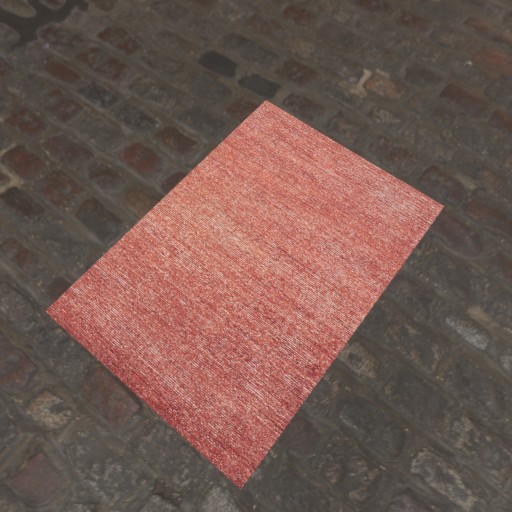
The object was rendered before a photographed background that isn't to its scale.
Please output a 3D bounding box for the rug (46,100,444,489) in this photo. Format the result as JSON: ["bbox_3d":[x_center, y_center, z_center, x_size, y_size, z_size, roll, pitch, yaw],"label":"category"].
[{"bbox_3d":[0.000,0.000,5.190,2.803,0.025,3.965,36,70,15],"label":"rug"}]
